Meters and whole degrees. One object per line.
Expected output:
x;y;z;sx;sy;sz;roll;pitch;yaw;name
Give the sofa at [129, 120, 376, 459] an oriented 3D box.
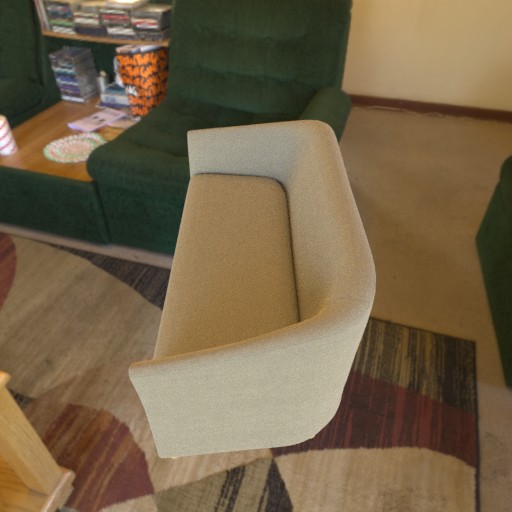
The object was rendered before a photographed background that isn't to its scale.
0.000;0.000;1.860;0.705;0.721;1.452;0;41;0;sofa
